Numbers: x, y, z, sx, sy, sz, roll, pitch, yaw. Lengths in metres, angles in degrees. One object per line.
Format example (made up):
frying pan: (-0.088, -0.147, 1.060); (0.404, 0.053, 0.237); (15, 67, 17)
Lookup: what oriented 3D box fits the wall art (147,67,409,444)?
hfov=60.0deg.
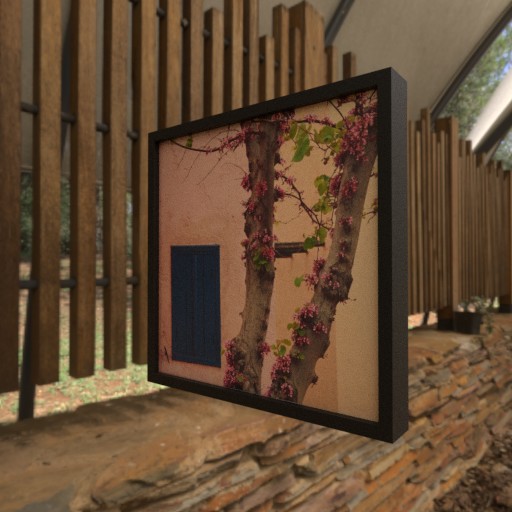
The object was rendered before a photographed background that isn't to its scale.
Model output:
wall art: (0.000, 0.000, 0.464); (0.305, 0.304, 0.038); (-1, -1, 37)
